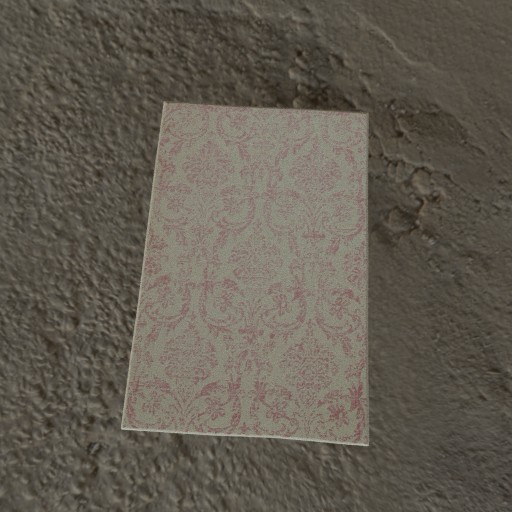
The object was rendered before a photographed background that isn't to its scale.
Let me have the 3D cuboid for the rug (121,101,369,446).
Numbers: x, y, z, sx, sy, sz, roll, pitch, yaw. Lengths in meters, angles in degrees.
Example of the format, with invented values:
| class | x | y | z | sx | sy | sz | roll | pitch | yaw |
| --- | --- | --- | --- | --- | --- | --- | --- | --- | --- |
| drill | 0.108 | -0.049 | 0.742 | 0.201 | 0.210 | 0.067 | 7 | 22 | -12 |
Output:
| class | x | y | z | sx | sy | sz | roll | pitch | yaw |
| --- | --- | --- | --- | --- | --- | --- | --- | --- | --- |
| rug | 0.000 | 0.000 | 3.586 | 1.819 | 0.018 | 2.746 | 3 | 75 | 1 |
